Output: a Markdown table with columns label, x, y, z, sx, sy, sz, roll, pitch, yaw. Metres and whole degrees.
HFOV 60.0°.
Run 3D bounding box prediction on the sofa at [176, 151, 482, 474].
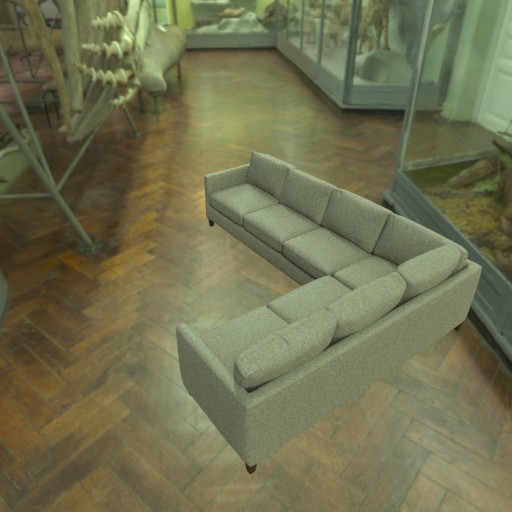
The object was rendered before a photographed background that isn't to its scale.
| label | x | y | z | sx | sy | sz | roll | pitch | yaw |
| --- | --- | --- | --- | --- | --- | --- | --- | --- | --- |
| sofa | 0.000 | 0.000 | 4.479 | 2.593 | 0.947 | 3.302 | -22 | 38 | -30 |
